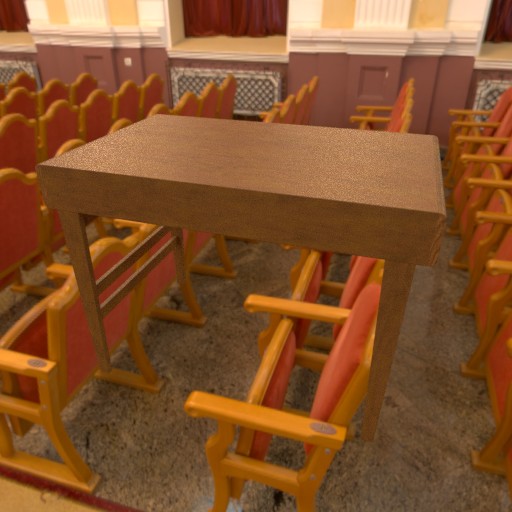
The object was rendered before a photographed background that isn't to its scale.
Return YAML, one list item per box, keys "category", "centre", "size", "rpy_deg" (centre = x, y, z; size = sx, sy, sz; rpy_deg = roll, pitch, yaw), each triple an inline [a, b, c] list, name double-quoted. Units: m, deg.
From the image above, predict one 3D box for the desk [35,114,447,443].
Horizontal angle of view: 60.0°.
- category: "desk"
  centre: [0.000, 0.000, 1.533]
  size: [1.066, 0.754, 0.660]
  rpy_deg: [9, 31, 16]
